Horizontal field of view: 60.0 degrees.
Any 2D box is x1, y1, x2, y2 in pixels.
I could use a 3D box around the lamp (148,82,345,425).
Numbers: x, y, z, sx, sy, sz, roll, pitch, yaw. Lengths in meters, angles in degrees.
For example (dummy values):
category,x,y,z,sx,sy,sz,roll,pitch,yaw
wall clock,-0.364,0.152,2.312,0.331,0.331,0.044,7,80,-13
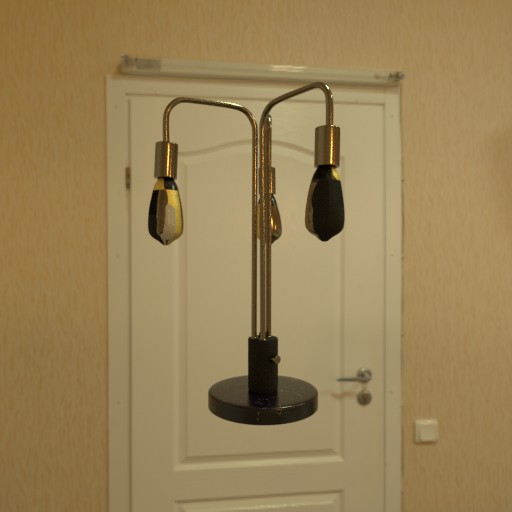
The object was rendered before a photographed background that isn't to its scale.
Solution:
category,x,y,z,sx,sy,sz,roll,pitch,yaw
lamp,0.000,0.000,0.804,0.355,0.560,0.368,0,1,-36
